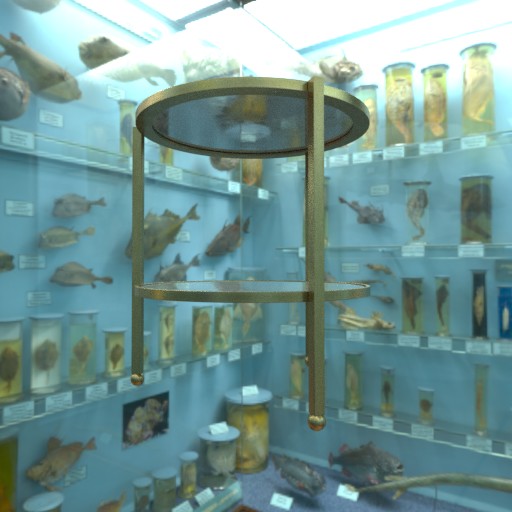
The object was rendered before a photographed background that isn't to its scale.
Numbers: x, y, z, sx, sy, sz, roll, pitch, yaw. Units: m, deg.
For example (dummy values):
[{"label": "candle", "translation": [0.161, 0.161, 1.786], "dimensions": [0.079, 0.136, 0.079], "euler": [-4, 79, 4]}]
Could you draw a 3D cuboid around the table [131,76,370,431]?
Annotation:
[{"label": "table", "translation": [0.000, 0.000, 0.455], "dimensions": [0.231, 0.269, 0.243], "euler": [-1, -1, 36]}]
